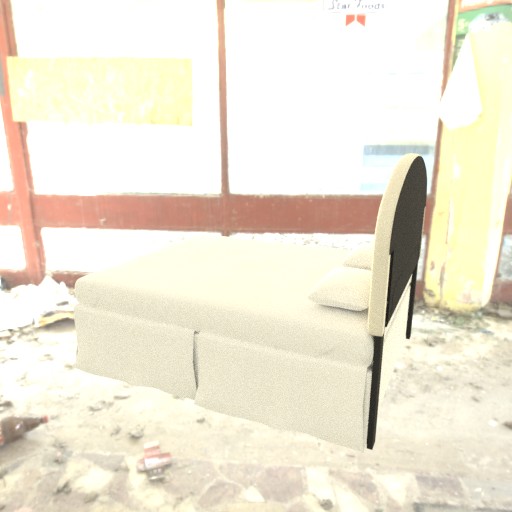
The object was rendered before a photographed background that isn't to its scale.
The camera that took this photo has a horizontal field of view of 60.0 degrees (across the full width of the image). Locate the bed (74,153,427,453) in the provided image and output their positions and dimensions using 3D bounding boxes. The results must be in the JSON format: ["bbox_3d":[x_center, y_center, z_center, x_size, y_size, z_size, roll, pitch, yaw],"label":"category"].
[{"bbox_3d":[0.000,0.000,3.055,2.005,1.410,1.607,7,17,25],"label":"bed"}]
